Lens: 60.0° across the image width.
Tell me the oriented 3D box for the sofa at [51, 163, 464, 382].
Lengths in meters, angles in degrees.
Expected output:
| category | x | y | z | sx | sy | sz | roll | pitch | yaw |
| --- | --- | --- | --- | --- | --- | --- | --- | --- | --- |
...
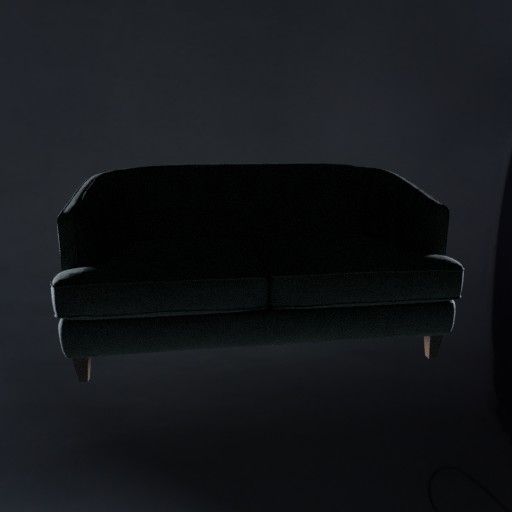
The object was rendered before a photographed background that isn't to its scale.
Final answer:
| category | x | y | z | sx | sy | sz | roll | pitch | yaw |
| --- | --- | --- | --- | --- | --- | --- | --- | --- | --- |
| sofa | 0.000 | 0.000 | 2.228 | 1.733 | 0.855 | 0.941 | -2 | 16 | -7 |
